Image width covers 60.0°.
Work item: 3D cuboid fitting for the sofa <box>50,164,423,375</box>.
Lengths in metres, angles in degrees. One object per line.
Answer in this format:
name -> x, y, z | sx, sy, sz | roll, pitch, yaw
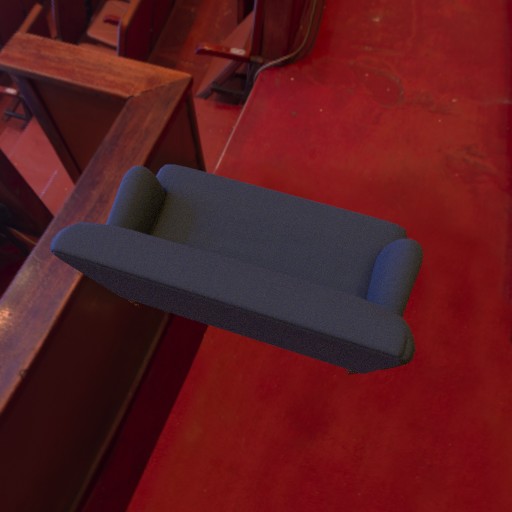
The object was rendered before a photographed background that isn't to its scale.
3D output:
sofa -> 0.000, 0.000, 1.873 | 1.297, 0.889, 0.779 | 16, 64, 8
